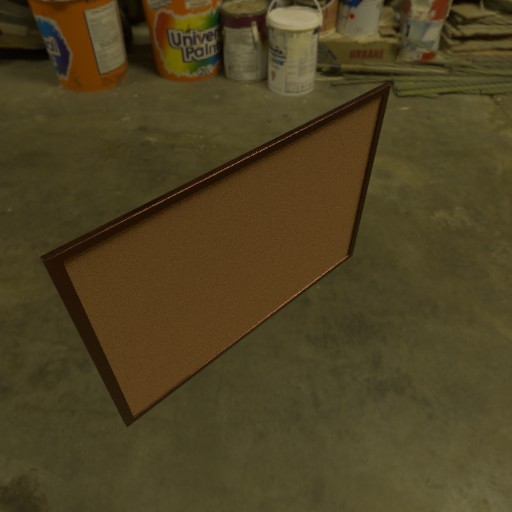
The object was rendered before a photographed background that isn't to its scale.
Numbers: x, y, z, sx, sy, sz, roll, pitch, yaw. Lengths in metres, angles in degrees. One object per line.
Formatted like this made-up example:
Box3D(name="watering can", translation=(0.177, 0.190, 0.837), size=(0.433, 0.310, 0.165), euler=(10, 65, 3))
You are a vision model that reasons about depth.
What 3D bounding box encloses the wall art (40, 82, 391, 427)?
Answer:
Box3D(name="wall art", translation=(0.000, 0.000, 1.015), size=(0.816, 0.559, 0.014), euler=(-33, 55, -28))
